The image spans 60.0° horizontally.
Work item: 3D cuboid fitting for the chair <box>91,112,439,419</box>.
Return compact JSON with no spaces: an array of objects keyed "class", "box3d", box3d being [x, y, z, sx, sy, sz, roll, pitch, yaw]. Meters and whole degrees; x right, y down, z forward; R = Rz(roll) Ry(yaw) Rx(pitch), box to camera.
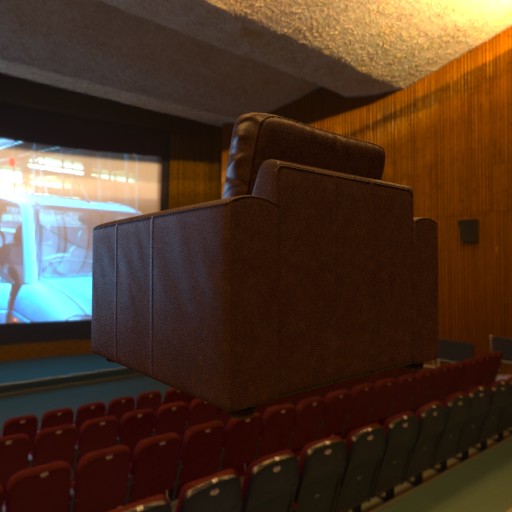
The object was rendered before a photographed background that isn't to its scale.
[{"class":"chair","box3d":[0.000,0.000,1.788,1.005,0.873,1.016,1,-1,-39]}]
